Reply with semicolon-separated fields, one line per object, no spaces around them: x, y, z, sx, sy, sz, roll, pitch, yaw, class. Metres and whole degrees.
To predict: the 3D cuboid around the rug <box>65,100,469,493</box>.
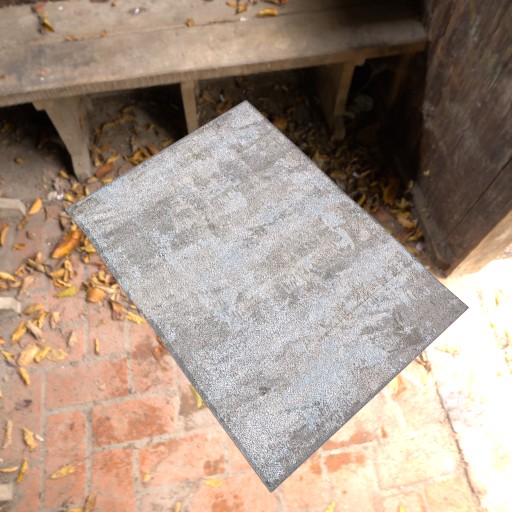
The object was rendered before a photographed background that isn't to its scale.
0.000;0.000;4.310;2.393;0.013;3.307;-36;69;-16;rug
